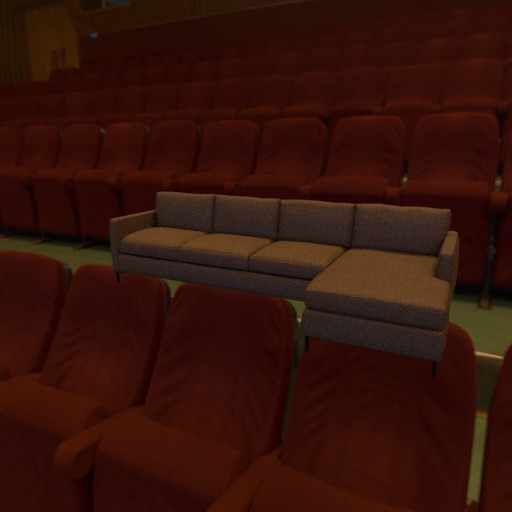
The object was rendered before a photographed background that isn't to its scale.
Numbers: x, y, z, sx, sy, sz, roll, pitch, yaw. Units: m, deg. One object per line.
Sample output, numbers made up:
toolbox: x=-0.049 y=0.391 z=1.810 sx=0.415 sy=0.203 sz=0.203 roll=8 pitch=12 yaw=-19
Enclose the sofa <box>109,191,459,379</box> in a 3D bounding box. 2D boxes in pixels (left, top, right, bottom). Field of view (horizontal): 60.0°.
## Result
sofa: x=0.000 y=0.000 z=3.896 sx=3.221 sy=0.892 sz=1.483 roll=7 pitch=16 yaw=25
